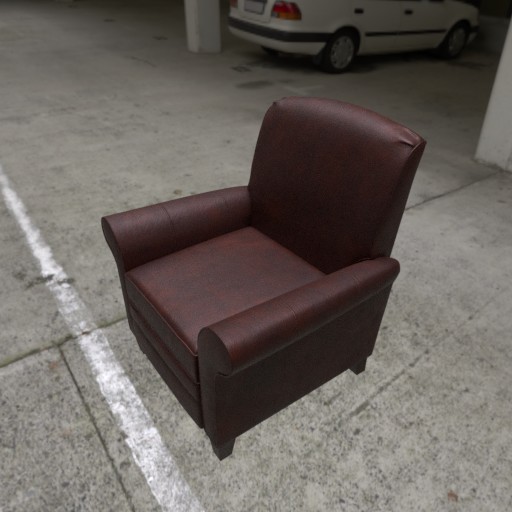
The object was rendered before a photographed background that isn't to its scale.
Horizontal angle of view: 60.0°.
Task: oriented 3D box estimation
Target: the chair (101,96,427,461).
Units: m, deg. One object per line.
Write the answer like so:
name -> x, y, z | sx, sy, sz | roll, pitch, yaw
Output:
chair -> 0.000, 0.000, 1.738 | 0.902, 1.061, 0.978 | -21, 37, -30
